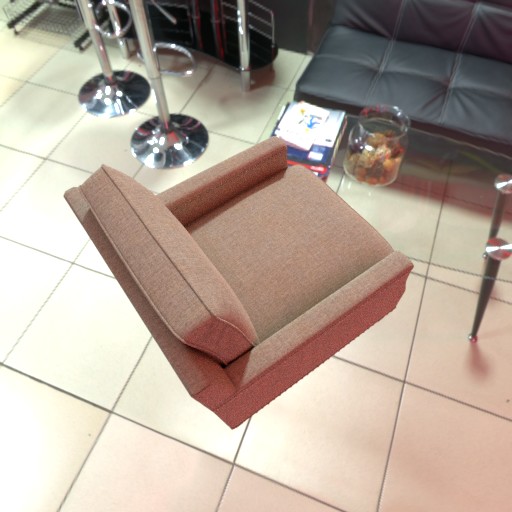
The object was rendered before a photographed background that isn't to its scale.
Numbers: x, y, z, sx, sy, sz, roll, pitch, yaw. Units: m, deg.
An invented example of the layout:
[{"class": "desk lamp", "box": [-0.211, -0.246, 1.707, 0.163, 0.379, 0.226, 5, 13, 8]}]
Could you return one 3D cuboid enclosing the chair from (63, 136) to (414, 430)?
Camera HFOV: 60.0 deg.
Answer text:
[{"class": "chair", "box": [0.000, 0.000, 1.750, 1.014, 0.943, 0.853, -31, 63, -18]}]
